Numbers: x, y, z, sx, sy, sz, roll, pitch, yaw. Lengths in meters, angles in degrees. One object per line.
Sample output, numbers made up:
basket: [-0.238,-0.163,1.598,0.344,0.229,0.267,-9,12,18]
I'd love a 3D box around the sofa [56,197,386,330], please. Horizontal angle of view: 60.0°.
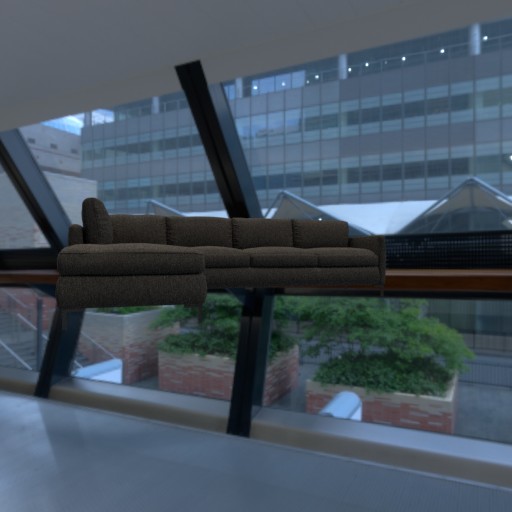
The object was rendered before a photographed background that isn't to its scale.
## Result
sofa: [0.000,0.000,3.787,2.949,0.815,2.007,0,0,-19]
